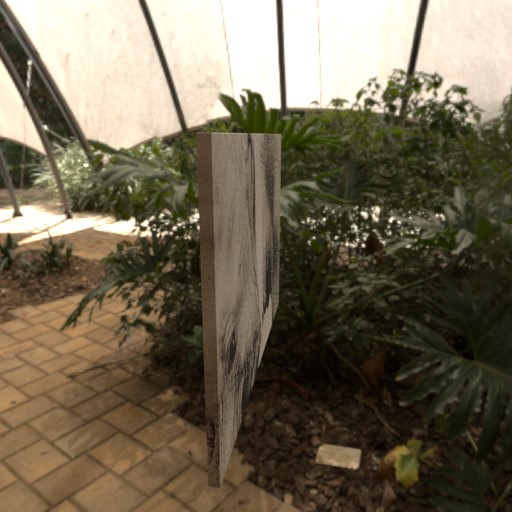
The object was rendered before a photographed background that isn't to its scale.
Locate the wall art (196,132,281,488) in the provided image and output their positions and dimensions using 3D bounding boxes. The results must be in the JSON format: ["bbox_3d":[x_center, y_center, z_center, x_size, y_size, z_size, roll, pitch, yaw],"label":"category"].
[{"bbox_3d":[0.000,0.000,1.143,0.023,0.607,0.914,2,15,9],"label":"wall art"}]
